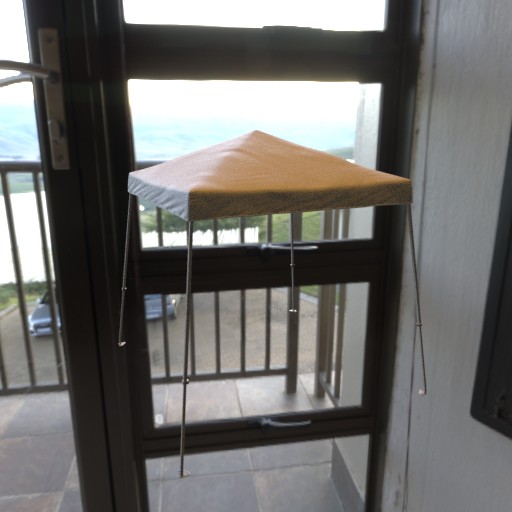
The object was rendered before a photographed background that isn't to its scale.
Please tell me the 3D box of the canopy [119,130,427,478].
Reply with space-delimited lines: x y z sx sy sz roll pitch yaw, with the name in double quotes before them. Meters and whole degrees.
"canopy" 0.000 0.000 5.197 2.848 2.849 2.849 -7 16 -26
